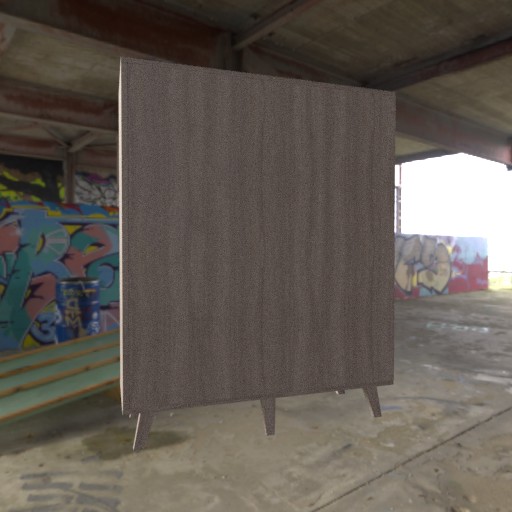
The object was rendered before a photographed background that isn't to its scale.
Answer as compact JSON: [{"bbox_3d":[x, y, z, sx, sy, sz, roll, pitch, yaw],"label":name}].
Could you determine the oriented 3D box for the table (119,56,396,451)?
[{"bbox_3d":[0.000,0.000,1.899,1.111,1.388,0.398,0,1,-18],"label":"table"}]
